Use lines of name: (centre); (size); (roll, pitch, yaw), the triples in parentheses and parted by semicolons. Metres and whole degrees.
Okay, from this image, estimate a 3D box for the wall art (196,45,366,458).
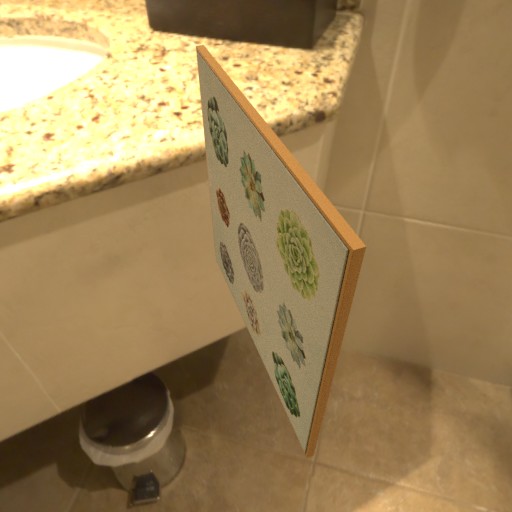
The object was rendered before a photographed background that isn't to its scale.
wall art: (0.000, 0.000, 0.670); (0.013, 0.455, 0.457); (-16, 48, -15)
